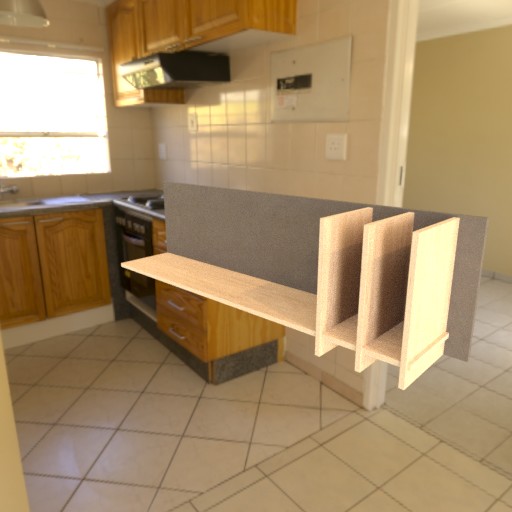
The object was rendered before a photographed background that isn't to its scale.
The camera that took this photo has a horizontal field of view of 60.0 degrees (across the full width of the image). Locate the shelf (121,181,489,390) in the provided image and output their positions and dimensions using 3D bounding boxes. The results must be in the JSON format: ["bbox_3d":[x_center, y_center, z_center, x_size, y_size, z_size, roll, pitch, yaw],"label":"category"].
[{"bbox_3d":[0.000,0.000,1.143,1.020,0.300,0.200,14,20,41],"label":"shelf"}]
